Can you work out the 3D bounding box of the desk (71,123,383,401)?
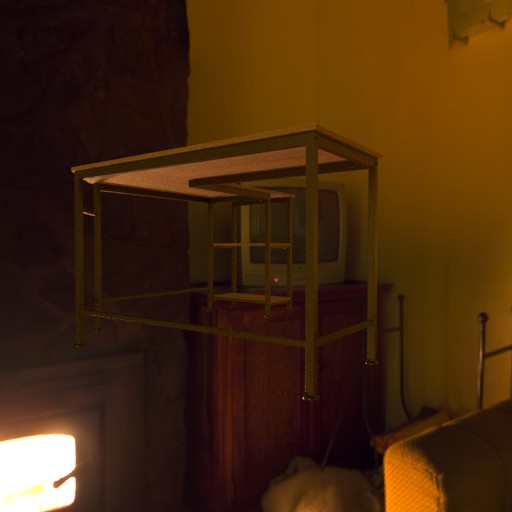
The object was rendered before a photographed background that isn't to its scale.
[{"bbox_3d":[0.000,0.000,2.133,1.379,0.739,1.379,1,2,36],"label":"desk"}]
